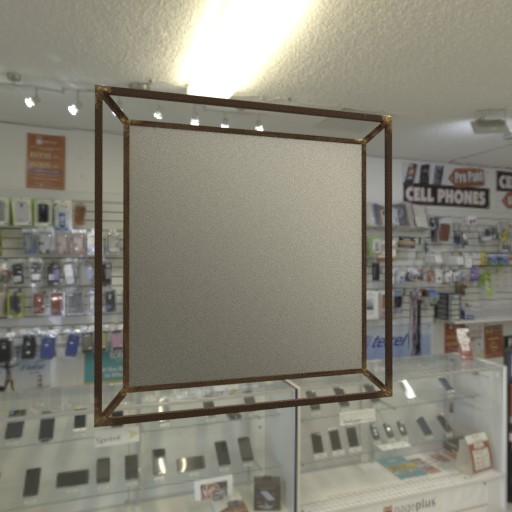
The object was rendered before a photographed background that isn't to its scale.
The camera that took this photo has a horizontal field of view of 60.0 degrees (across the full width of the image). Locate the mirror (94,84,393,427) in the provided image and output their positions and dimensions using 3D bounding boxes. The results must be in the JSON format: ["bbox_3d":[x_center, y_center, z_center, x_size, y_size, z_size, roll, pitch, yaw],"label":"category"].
[{"bbox_3d":[0.000,0.000,0.892,0.610,0.610,0.032,0,0,-17],"label":"mirror"}]
